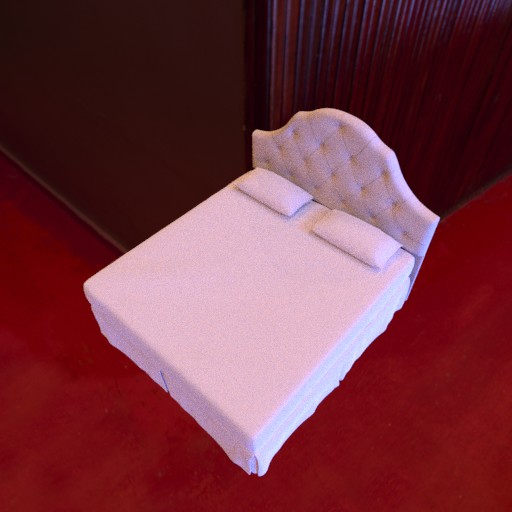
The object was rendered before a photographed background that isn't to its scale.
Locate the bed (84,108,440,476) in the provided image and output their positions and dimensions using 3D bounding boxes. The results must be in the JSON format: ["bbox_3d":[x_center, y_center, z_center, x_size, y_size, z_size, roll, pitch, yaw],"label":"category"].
[{"bbox_3d":[0.000,0.000,3.593,2.008,1.615,2.214,33,55,27],"label":"bed"}]
